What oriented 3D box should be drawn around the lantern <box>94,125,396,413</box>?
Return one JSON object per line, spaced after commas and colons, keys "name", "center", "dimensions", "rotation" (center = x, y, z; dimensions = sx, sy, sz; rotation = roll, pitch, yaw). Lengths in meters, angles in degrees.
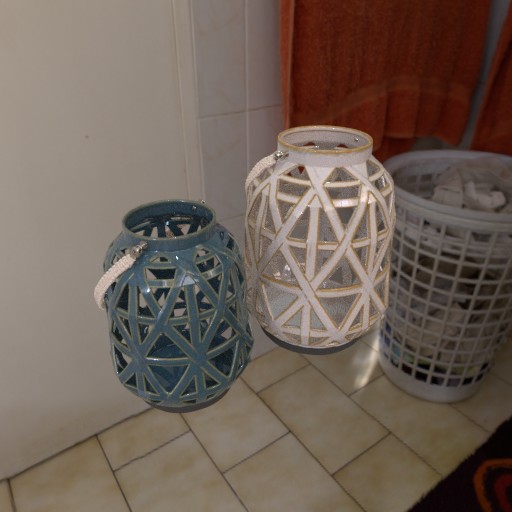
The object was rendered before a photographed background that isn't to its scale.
{"name": "lantern", "center": [0.000, 0.000, 0.621], "dimensions": [0.439, 0.307, 0.245], "rotation": [-18, 35, -28]}
